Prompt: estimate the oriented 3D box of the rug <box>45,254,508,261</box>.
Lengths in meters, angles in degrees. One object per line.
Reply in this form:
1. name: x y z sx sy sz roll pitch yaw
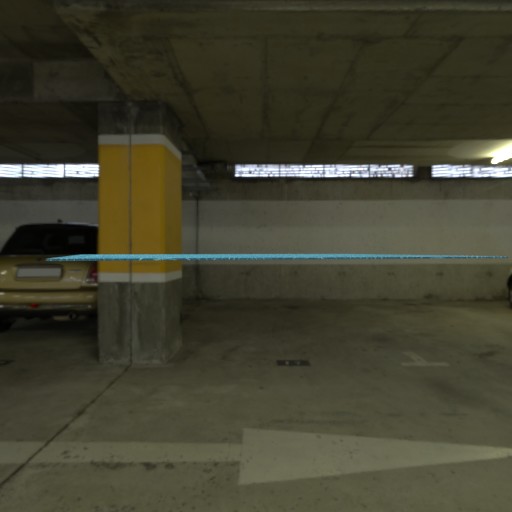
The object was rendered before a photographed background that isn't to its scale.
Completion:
1. rug: 0.000 0.000 3.884 3.033 0.012 2.432 0 1 -18
